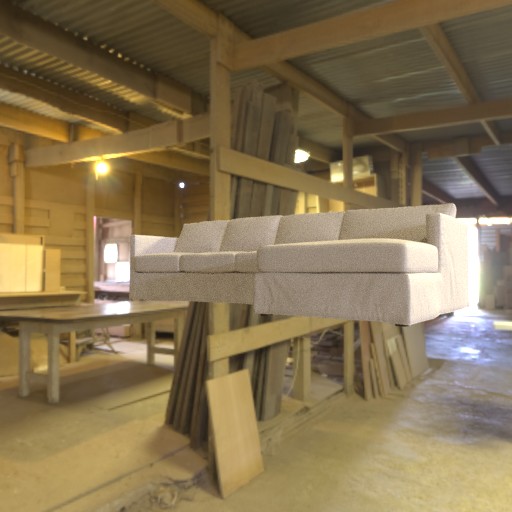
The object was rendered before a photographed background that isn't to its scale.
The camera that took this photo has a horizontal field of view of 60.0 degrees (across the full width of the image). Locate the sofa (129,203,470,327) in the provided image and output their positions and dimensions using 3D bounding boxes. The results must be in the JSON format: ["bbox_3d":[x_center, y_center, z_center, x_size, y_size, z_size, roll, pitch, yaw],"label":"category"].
[{"bbox_3d":[0.000,0.000,3.897,3.206,0.871,1.622,-1,-2,36],"label":"sofa"}]
